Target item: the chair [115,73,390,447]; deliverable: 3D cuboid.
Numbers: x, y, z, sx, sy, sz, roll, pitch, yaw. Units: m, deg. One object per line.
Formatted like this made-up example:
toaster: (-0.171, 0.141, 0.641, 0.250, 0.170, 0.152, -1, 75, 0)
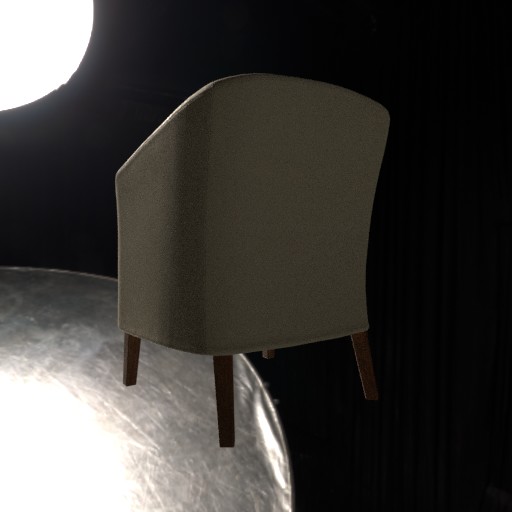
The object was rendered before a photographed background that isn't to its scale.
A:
chair: (0.000, 0.000, 1.313, 0.643, 0.822, 0.657, -2, 3, -36)
